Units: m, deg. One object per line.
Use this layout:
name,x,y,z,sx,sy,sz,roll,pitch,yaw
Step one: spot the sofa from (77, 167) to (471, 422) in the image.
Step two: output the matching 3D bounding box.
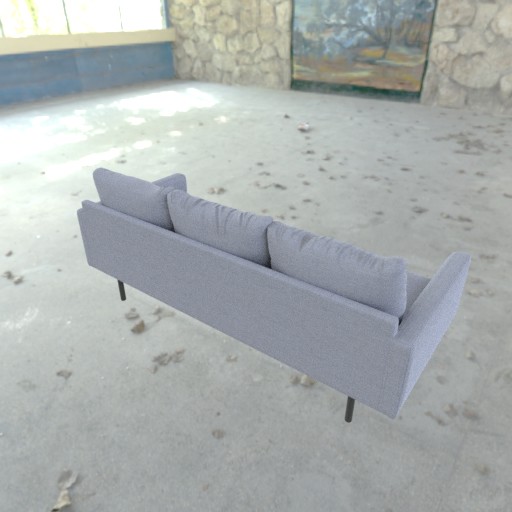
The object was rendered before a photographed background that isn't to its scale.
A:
sofa,0.000,0.000,2.435,2.000,0.830,0.850,20,35,31
